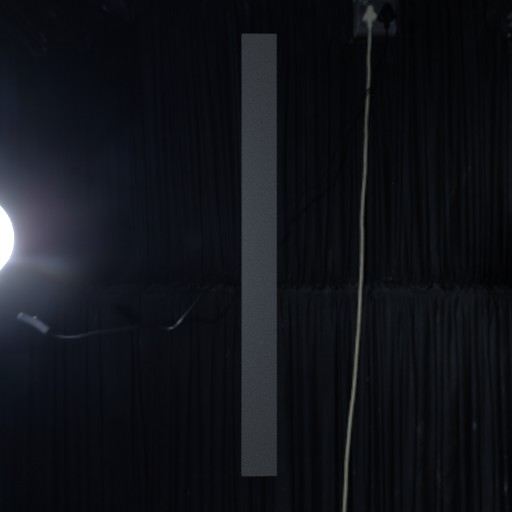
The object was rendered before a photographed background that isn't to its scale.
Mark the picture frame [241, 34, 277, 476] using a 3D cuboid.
[{"bbox_3d":[0.000,0.000,0.531,0.029,0.353,0.355,0,-1,-1],"label":"picture frame"}]
